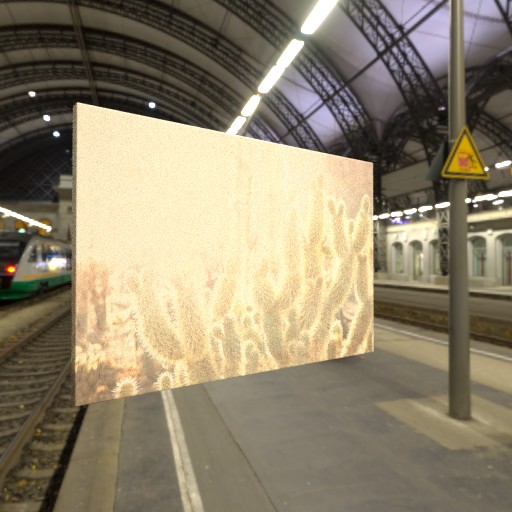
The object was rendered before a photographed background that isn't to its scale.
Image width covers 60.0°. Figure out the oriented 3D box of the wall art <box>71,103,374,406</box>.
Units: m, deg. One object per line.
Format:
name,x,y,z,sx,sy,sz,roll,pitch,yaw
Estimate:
wall art,0.000,0.000,1.457,1.142,0.758,0.041,1,-1,-36
